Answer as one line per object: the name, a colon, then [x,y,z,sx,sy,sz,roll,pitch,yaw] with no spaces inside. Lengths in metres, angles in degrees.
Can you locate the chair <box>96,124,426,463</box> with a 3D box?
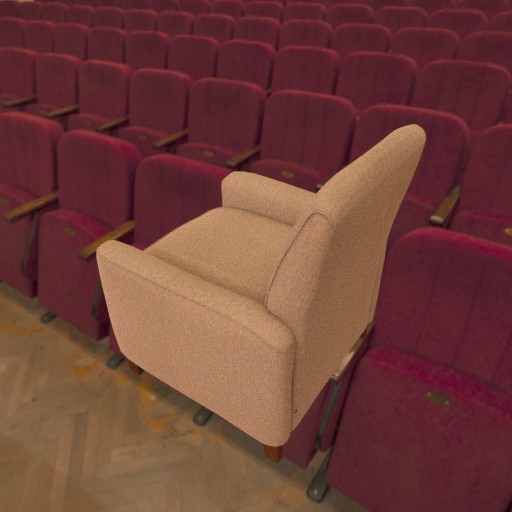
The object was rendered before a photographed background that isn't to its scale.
chair: [0.000,0.000,1.626,0.864,1.014,0.848,21,40,28]
